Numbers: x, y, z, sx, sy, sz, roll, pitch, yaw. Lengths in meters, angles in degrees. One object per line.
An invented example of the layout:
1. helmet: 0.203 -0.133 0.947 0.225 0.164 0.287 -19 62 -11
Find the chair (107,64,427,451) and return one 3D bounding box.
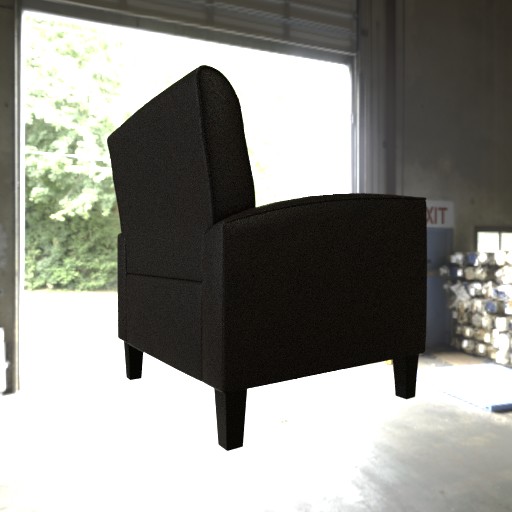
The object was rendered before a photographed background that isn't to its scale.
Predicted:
1. chair: 0.000 0.000 1.538 0.819 0.916 0.820 0 0 -34
